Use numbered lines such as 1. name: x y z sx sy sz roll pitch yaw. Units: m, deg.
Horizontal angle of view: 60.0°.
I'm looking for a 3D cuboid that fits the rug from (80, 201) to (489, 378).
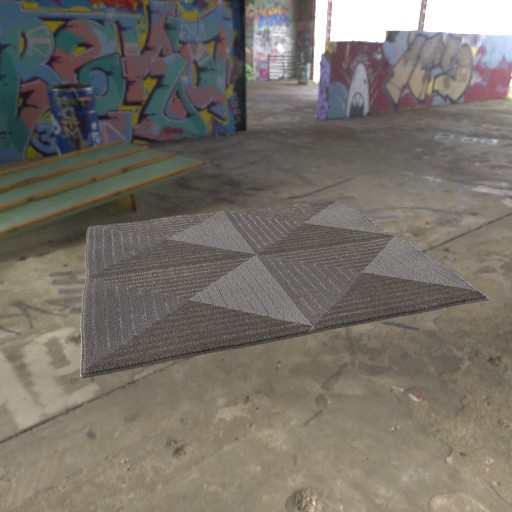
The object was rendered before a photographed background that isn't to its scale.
1. rug: 0.000 0.000 0.875 0.642 0.008 0.551 -8 26 -16
